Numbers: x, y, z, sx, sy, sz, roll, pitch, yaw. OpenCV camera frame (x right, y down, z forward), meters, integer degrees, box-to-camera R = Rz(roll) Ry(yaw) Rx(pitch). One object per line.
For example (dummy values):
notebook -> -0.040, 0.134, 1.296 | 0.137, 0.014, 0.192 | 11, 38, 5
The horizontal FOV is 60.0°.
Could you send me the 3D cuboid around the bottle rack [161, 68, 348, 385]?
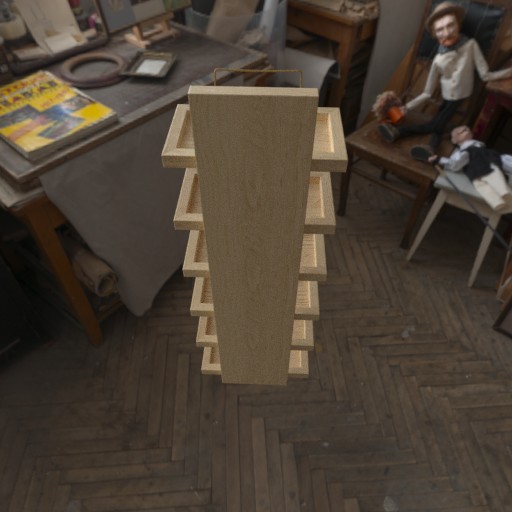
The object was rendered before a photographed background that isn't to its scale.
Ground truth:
bottle rack -> 0.000, 0.000, 1.086 | 0.330, 0.943, 0.206 | 2, 48, 2
